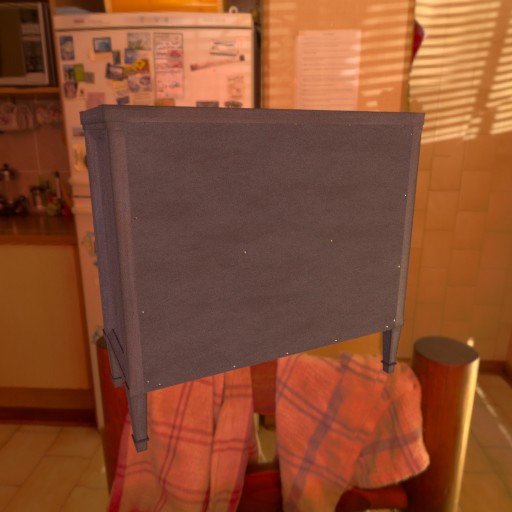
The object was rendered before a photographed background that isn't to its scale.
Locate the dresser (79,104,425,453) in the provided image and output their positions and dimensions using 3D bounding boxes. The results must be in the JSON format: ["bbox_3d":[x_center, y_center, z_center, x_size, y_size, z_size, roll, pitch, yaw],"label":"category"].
[{"bbox_3d":[0.000,0.000,1.598,1.049,0.986,0.463,-8,17,-26],"label":"dresser"}]
